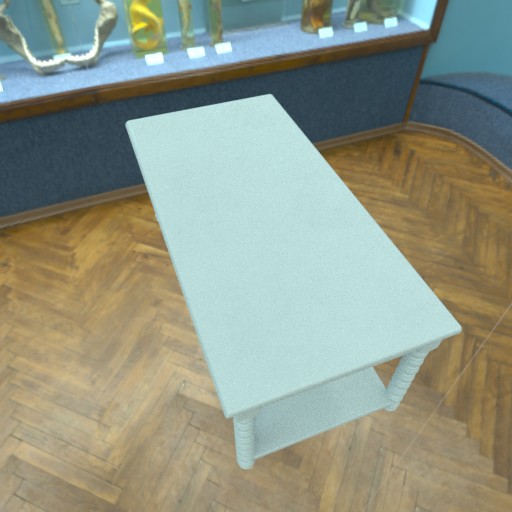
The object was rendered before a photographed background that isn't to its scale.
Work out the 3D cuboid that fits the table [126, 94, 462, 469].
[{"bbox_3d":[0.000,0.000,1.489,0.580,0.487,1.171,-16,50,-14],"label":"table"}]
